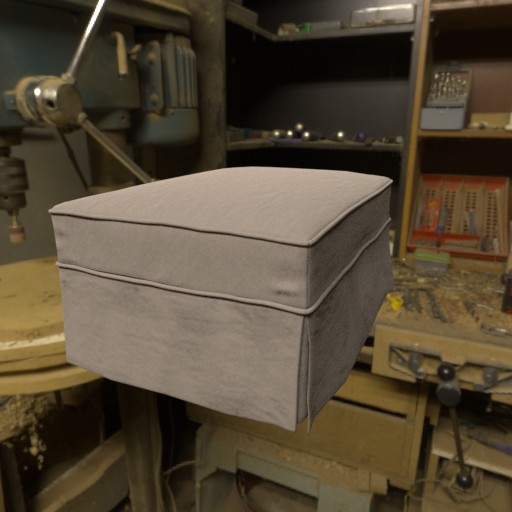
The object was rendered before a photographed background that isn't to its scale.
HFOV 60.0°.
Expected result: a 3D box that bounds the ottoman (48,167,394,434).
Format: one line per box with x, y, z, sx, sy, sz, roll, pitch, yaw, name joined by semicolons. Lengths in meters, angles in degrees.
0.000;0.000;1.334;0.703;0.479;0.944;8;19;24;ottoman
